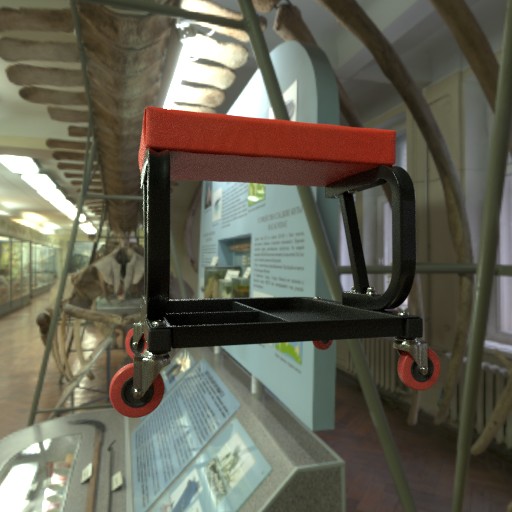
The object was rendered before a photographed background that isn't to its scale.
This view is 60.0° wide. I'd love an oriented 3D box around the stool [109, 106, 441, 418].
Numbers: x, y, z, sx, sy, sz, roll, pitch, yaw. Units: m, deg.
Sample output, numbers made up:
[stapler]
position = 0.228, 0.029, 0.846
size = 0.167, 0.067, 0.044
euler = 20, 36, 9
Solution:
[stool]
position = 0.000, 0.000, 0.729
size = 0.446, 0.380, 0.371
euler = 0, -1, -17
